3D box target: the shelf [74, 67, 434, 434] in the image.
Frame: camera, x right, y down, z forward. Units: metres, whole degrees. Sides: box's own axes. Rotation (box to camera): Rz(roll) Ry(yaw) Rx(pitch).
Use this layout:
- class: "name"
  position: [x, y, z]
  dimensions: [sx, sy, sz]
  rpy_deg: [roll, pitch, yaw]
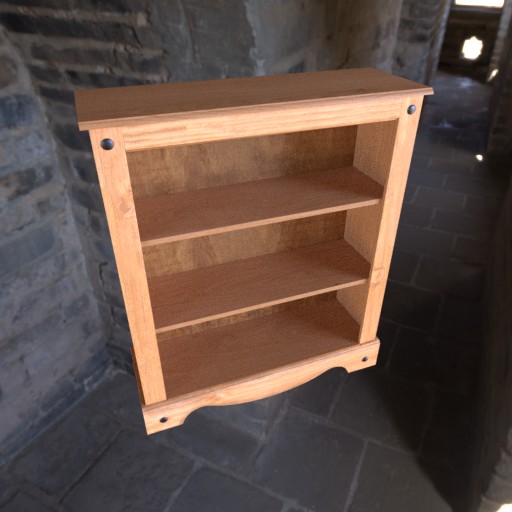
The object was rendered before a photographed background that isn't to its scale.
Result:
- class: "shelf"
  position: [0.000, 0.000, 1.359]
  dimensions: [0.840, 0.980, 0.291]
  rpy_deg: [-12, 35, -17]
